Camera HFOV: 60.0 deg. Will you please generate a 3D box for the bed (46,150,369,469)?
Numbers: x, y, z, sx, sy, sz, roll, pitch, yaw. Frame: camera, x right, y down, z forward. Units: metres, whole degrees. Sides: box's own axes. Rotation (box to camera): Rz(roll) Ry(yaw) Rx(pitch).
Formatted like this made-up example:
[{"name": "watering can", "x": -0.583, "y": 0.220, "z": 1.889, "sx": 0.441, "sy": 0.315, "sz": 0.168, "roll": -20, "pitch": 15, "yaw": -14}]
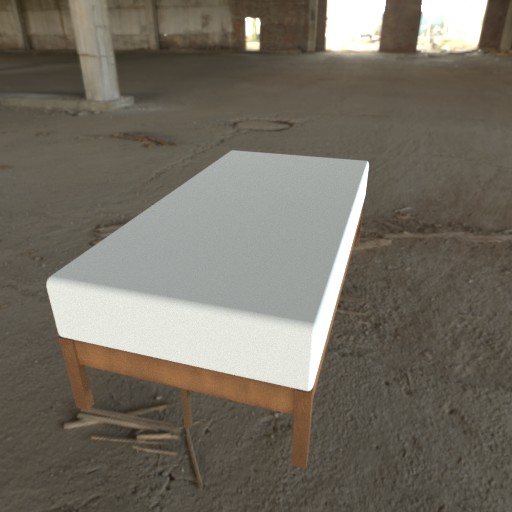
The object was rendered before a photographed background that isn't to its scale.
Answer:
[{"name": "bed", "x": 0.000, "y": 0.000, "z": 2.353, "sx": 0.961, "sy": 0.616, "sz": 1.902, "roll": 8, "pitch": 29, "yaw": 15}]
